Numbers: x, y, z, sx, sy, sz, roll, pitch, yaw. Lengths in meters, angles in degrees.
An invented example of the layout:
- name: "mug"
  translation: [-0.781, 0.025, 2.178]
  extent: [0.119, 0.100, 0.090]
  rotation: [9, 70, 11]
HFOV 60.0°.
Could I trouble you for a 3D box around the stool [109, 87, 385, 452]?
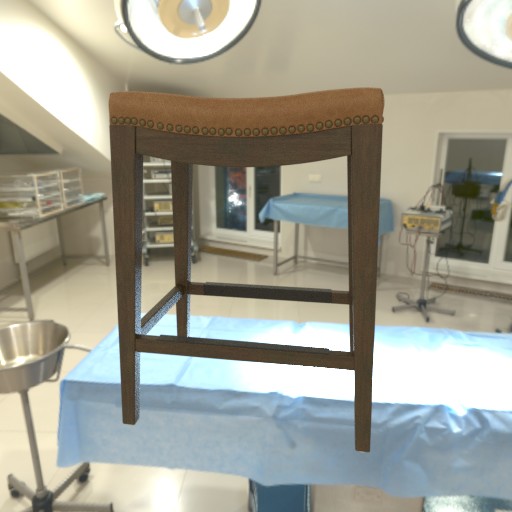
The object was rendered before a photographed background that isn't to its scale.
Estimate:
- name: "stool"
  translation: [0.000, 0.000, 0.962]
  extent: [0.500, 0.660, 0.361]
  rotation: [3, 16, 10]
